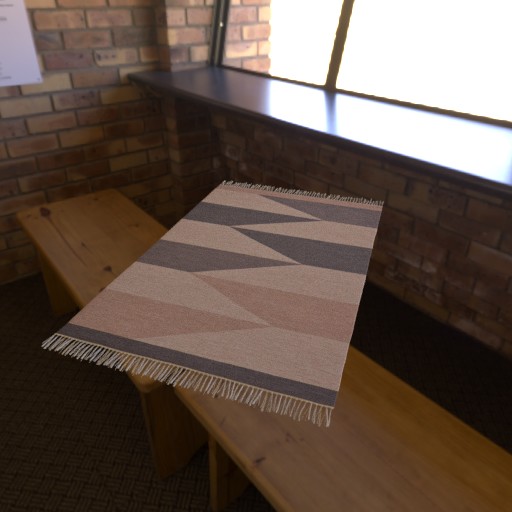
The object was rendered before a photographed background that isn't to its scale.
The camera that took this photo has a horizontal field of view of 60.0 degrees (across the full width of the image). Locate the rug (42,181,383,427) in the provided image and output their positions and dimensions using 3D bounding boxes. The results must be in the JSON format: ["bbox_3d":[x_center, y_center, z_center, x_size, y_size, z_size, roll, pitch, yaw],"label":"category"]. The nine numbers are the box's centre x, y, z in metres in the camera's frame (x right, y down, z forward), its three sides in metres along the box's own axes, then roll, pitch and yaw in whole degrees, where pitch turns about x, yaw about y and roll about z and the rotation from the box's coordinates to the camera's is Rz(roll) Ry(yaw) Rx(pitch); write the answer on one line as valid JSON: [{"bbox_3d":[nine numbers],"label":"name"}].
[{"bbox_3d":[0.000,0.000,2.497,1.224,0.027,2.021,10,32,16],"label":"rug"}]
